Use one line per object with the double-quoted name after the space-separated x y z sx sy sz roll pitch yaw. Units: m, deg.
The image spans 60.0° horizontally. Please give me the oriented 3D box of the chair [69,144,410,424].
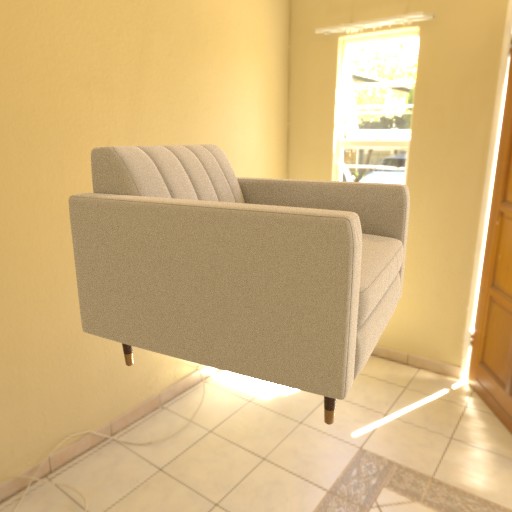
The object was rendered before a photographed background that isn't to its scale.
0.000 0.000 1.697 0.998 0.819 0.953 7 16 26 "chair"
